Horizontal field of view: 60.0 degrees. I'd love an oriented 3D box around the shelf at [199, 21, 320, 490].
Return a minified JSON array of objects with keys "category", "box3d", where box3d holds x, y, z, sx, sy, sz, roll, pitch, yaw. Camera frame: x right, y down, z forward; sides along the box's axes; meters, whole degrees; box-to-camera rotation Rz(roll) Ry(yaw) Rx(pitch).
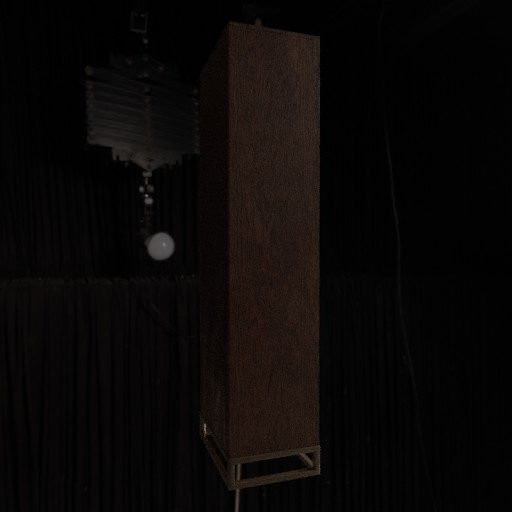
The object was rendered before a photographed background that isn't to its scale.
[{"category":"shelf","box3d":[0.000,0.000,1.951,0.395,1.732,0.539,0,1,-19]}]
